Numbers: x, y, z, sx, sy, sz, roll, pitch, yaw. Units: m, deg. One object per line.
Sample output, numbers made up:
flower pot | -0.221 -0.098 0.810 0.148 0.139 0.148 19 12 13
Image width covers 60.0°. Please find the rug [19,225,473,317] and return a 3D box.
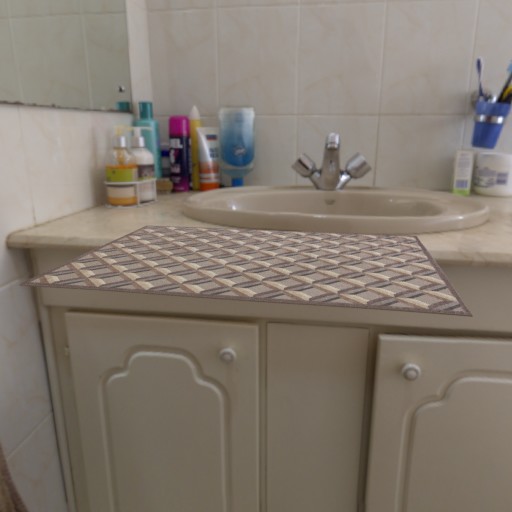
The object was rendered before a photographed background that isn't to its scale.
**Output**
rug | 0.000 0.000 2.908 2.260 0.013 1.600 3 16 11
